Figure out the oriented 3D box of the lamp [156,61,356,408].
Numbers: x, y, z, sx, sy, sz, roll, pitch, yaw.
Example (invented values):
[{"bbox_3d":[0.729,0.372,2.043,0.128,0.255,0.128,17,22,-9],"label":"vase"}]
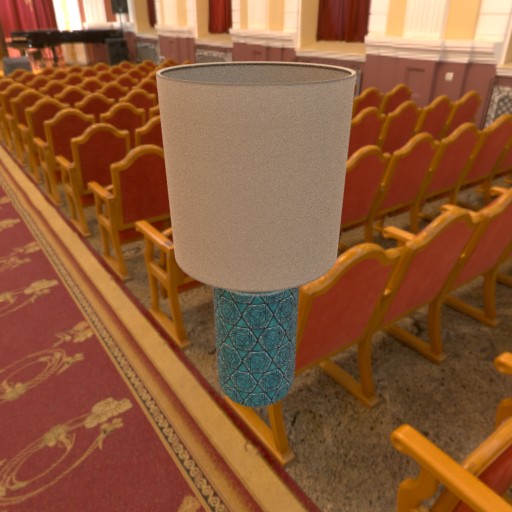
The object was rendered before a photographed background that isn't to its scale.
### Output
[{"bbox_3d":[0.000,0.000,0.770,0.278,0.597,0.278,-18,34,-30],"label":"lamp"}]
